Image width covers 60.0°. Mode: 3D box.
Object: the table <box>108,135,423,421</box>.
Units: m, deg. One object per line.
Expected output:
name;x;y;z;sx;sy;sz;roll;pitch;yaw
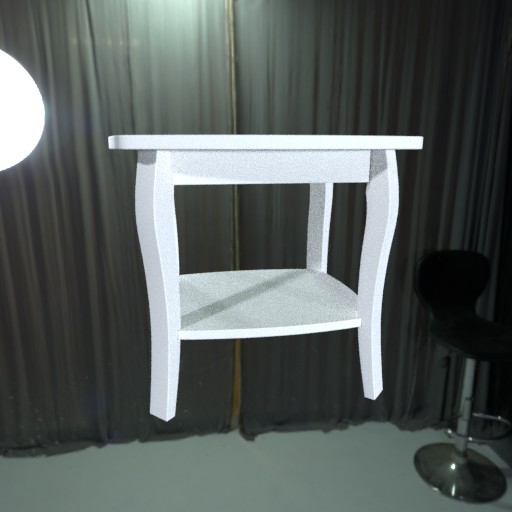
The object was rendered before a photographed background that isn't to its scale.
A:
table;0.000;0.000;0.852;0.502;0.438;0.451;-2;14;-10
